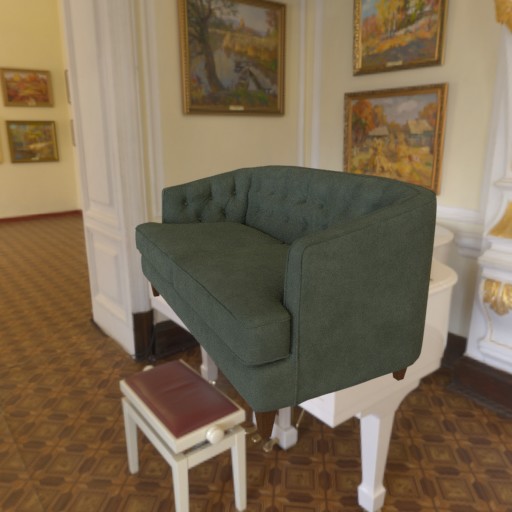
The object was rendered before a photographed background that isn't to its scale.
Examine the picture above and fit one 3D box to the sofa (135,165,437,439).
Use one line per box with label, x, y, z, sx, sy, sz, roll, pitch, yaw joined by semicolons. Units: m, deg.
sofa;0.000;0.000;2.307;0.941;0.855;1.733;-7;17;-25
